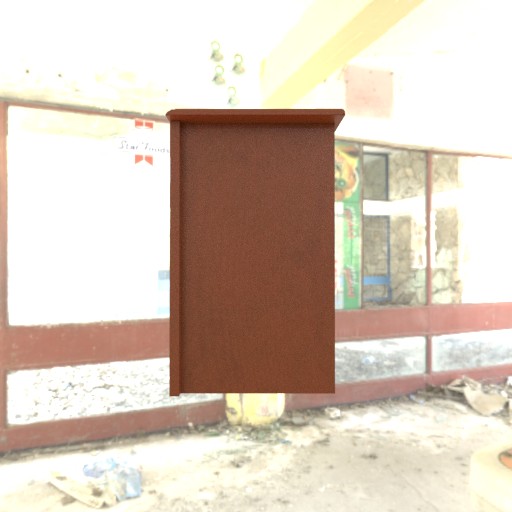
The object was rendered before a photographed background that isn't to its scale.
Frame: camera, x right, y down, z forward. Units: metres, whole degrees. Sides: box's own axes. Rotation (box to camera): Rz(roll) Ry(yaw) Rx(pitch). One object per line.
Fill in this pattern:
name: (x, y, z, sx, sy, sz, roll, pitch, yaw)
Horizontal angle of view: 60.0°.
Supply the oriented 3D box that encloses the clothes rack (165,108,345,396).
clothes rack: (0.000, 0.000, 1.516, 0.362, 0.594, 1.251, 0, -1, 0)
